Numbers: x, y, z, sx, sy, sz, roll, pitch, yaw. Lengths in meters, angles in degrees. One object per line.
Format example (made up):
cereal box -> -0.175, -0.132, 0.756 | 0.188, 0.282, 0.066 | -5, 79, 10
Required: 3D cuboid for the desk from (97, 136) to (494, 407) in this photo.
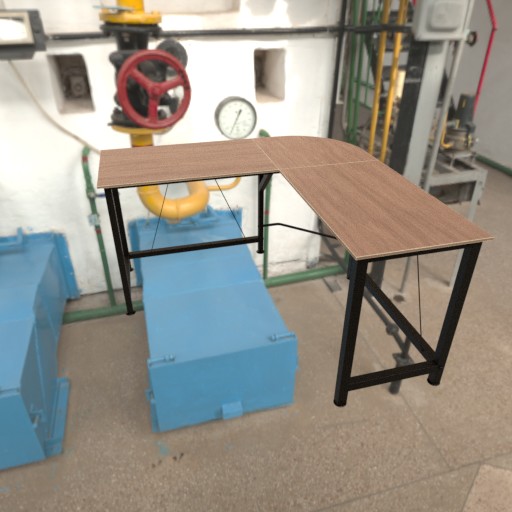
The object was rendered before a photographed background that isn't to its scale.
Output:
desk -> 0.000, 0.000, 2.214 | 1.400, 0.762, 1.400 | -8, 32, -13
